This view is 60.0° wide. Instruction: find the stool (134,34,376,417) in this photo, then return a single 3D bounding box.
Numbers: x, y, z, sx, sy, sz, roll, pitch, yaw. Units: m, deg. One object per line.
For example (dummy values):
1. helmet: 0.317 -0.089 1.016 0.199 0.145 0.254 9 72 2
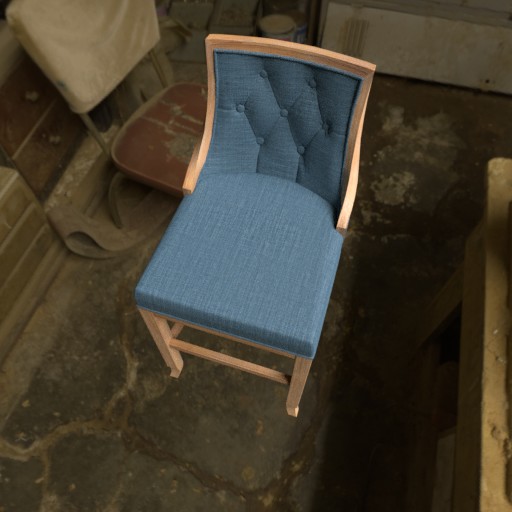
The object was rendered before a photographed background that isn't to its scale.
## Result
1. stool: 0.000 0.000 1.431 0.524 1.101 0.626 15 59 9
